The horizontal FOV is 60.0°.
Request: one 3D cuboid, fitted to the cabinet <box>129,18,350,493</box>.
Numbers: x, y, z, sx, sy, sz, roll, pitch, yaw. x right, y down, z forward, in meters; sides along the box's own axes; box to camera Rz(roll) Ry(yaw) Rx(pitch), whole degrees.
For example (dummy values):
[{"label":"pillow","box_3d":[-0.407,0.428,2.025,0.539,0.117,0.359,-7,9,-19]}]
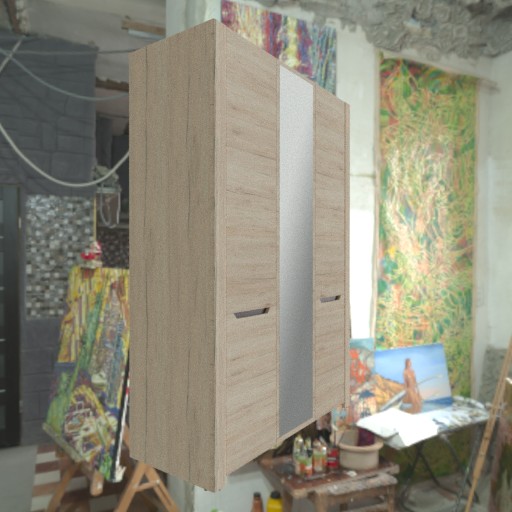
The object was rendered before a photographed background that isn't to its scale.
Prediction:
[{"label":"cabinet","box_3d":[0.000,0.000,2.659,0.580,2.070,1.400,0,0,36]}]
